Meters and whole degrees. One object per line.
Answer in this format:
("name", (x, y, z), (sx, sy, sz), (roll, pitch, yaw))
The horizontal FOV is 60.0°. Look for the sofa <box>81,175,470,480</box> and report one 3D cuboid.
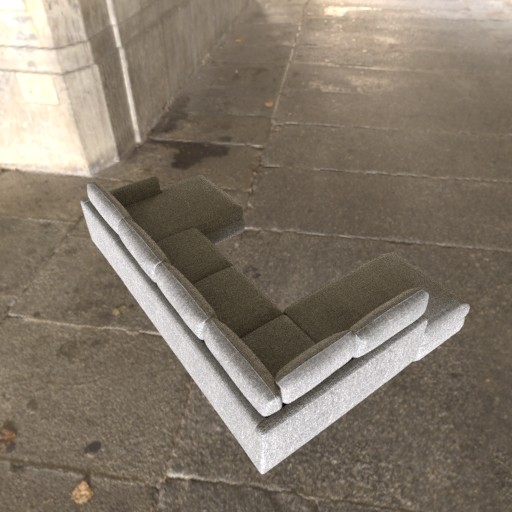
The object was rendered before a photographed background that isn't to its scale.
("sofa", (0.000, 0.000, 3.603), (1.879, 0.756, 2.737), (-25, 47, -26))
